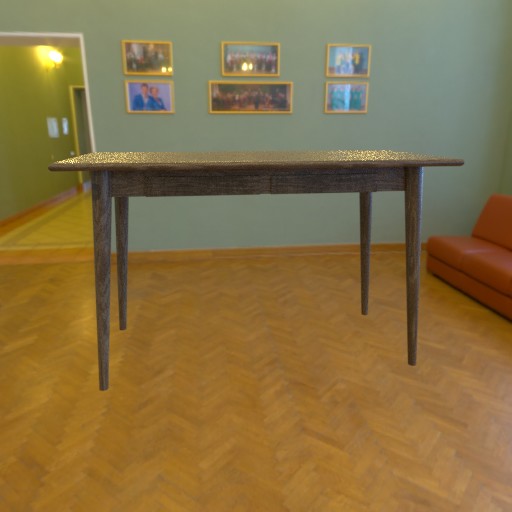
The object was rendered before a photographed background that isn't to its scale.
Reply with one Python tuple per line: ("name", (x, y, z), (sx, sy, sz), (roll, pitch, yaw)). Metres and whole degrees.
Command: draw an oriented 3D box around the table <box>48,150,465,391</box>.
("table", (0.000, 0.000, 1.758), (1.300, 0.780, 0.599), (-2, 16, -8))
